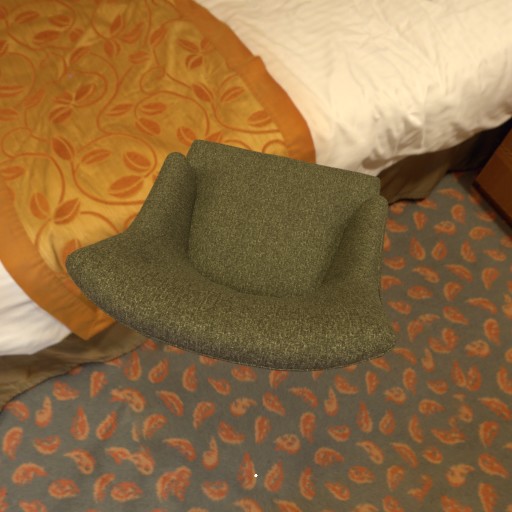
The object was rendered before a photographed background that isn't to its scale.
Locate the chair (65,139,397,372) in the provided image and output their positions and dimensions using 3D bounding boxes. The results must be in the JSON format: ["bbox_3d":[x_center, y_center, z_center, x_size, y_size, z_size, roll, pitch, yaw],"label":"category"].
[{"bbox_3d":[0.000,0.000,1.564,0.864,0.856,0.923,13,64,7],"label":"chair"}]
